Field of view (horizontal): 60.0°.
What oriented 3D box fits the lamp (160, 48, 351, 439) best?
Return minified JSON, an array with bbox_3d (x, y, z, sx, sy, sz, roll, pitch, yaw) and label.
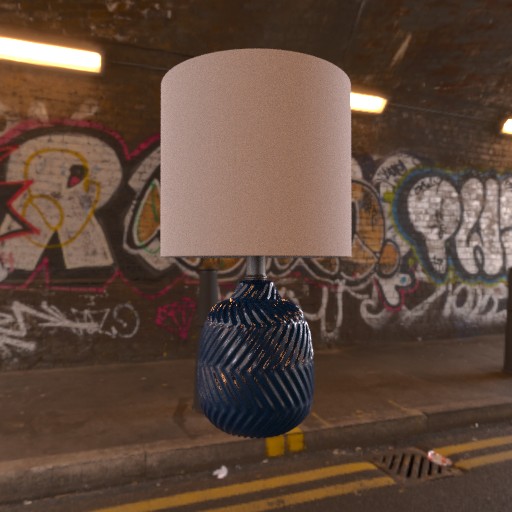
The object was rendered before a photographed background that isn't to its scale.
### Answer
[{"bbox_3d":[0.000,0.000,0.482,0.203,0.368,0.203,0,-1,19],"label":"lamp"}]
